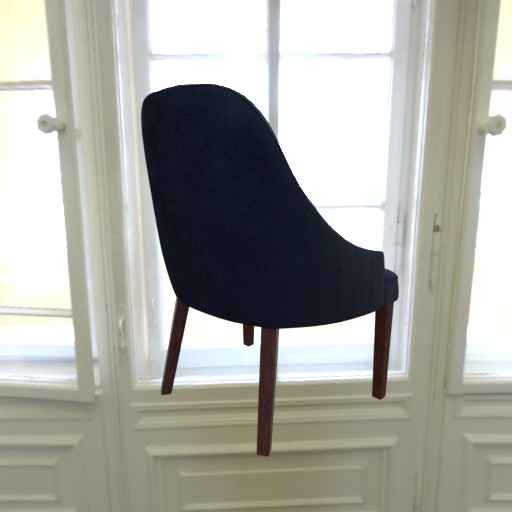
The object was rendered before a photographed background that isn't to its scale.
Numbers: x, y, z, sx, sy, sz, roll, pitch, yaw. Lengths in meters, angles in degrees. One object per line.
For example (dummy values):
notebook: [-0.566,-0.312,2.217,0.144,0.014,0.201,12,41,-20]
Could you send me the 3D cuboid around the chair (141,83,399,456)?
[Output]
chair: [0.000,0.000,1.301,0.643,0.889,0.575,12,17,43]
